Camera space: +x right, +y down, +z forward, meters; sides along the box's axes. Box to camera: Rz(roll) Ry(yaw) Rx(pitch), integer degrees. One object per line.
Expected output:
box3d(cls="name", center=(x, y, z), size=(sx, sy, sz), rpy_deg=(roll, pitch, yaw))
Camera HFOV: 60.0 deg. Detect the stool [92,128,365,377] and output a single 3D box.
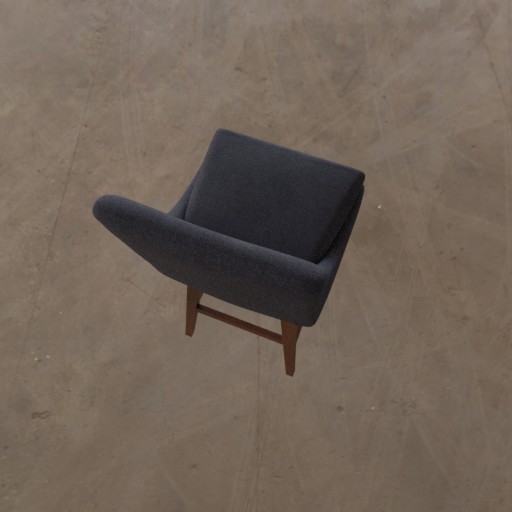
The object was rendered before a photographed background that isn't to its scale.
box3d(cls="stool", center=(0.000, 0.000, 1.340), size=(0.489, 1.068, 0.572), rpy_deg=(19, 65, 9))
